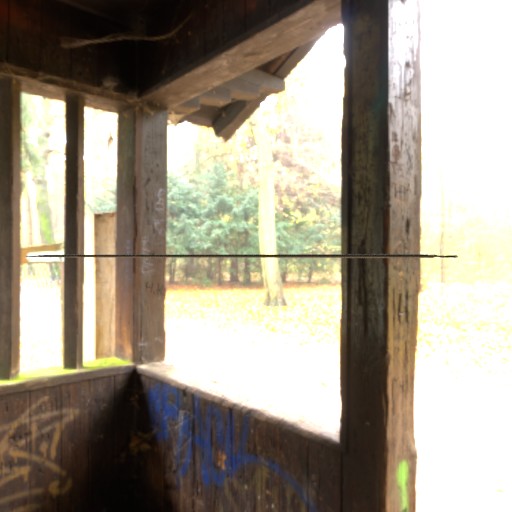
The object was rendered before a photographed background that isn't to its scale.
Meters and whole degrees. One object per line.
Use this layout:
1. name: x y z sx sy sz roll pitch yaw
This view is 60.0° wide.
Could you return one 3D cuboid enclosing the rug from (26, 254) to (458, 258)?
1. rug: 0.000 0.000 2.333 1.872 0.013 1.243 0 0 20
